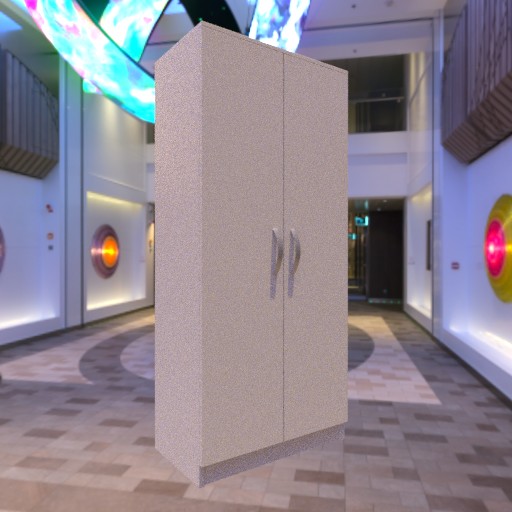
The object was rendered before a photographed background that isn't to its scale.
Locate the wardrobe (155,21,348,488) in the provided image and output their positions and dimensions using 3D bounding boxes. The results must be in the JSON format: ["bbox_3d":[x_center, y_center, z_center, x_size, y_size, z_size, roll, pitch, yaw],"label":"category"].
[{"bbox_3d":[0.000,0.000,1.982,0.760,1.700,0.470,0,0,-35],"label":"wardrobe"}]
